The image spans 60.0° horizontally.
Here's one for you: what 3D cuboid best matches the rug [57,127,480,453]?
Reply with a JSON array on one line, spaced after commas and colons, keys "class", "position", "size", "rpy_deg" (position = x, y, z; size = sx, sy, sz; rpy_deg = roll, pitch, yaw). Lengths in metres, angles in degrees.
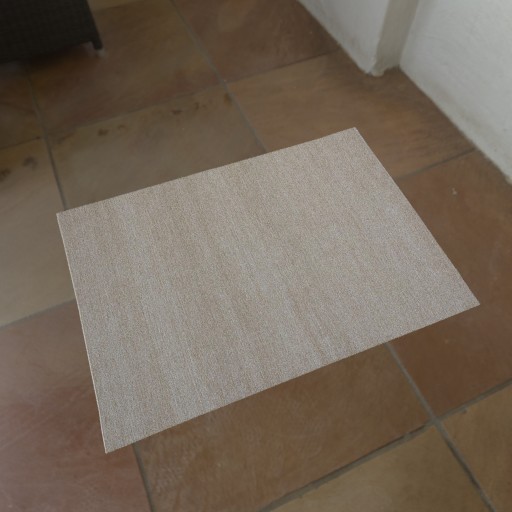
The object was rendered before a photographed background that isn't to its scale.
[{"class": "rug", "position": [0.000, 0.000, 3.563], "size": [2.869, 0.038, 2.032], "rpy_deg": [-18, 61, -11]}]
